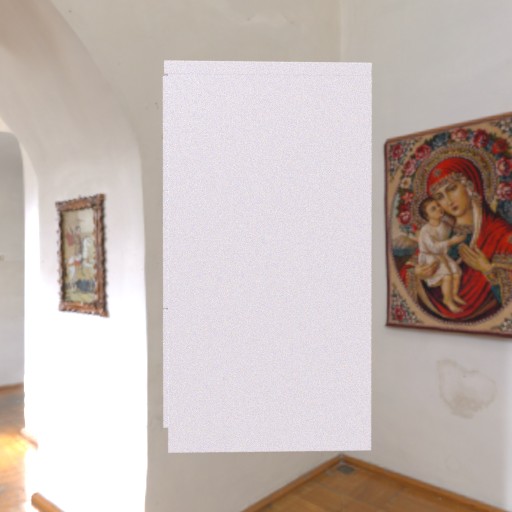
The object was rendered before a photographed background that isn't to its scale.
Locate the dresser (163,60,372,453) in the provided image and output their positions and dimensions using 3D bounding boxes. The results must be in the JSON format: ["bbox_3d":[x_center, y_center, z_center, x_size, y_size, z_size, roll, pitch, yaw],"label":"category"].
[{"bbox_3d":[0.000,0.000,1.254,0.420,0.740,0.830,0,0,-1],"label":"dresser"}]
